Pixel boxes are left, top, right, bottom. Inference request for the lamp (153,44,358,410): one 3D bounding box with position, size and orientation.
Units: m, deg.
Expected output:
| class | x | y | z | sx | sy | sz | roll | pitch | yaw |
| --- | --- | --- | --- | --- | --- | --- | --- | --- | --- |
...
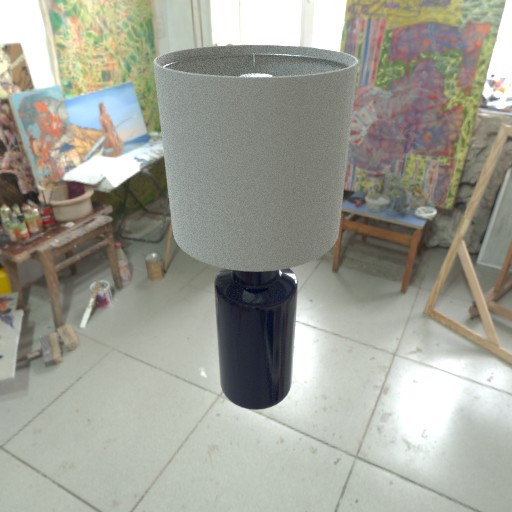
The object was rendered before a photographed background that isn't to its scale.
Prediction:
| class | x | y | z | sx | sy | sz | roll | pitch | yaw |
| --- | --- | --- | --- | --- | --- | --- | --- | --- | --- |
| lamp | 0.000 | 0.000 | 0.597 | 0.212 | 0.493 | 0.212 | -1 | 32 | -1 |
